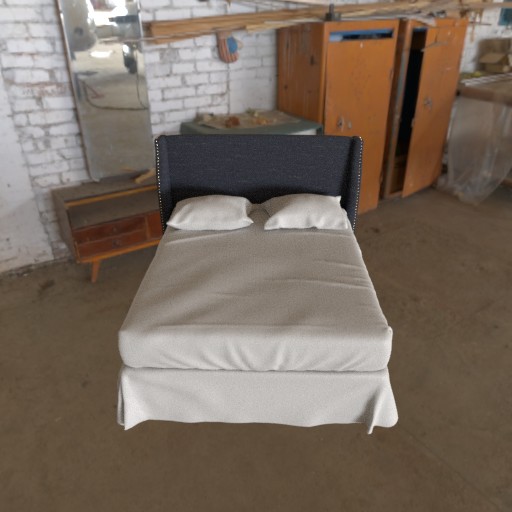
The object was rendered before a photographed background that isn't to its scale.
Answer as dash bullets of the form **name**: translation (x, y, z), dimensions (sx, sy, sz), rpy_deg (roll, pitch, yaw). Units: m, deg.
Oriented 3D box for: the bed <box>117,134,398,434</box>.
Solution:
- **bed**: translation (0.000, 0.000, 3.473), dimensions (1.925, 1.332, 2.276), rpy_deg (1, 30, 1)
